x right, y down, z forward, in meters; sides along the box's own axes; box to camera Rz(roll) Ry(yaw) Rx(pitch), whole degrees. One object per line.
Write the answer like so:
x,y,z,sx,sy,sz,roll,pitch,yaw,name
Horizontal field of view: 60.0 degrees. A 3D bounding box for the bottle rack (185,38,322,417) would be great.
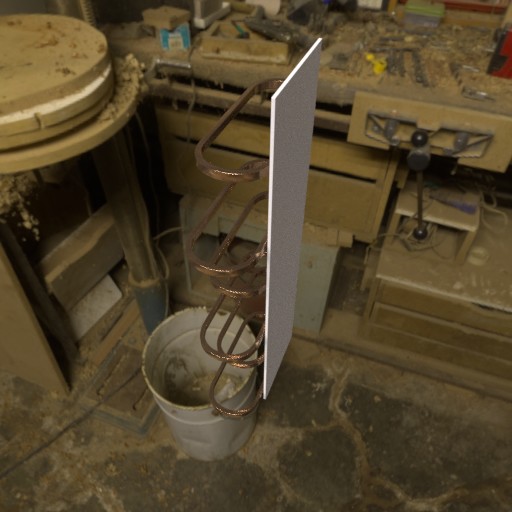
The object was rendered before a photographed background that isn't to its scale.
0.000,0.000,0.804,0.118,0.709,0.332,16,48,15,bottle rack
